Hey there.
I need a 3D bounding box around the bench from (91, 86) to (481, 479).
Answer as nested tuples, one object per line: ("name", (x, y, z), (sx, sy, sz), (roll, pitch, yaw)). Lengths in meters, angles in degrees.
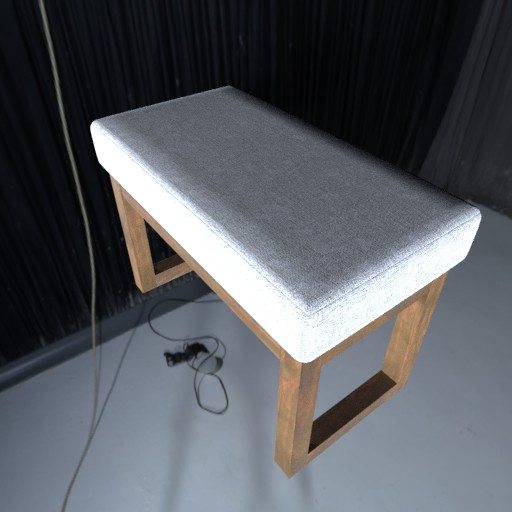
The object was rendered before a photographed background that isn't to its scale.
("bench", (0.000, 0.000, 0.933), (0.366, 0.467, 0.681), (-26, 47, -27))
